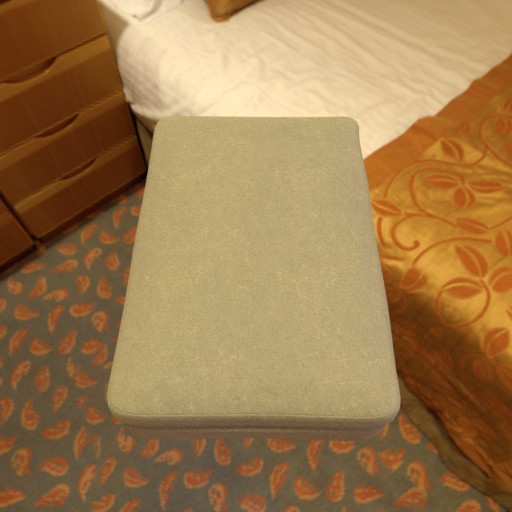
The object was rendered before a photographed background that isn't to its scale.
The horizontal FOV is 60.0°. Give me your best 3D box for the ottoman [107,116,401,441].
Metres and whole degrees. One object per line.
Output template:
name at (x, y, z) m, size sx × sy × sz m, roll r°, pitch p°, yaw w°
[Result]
ottoman at (0.000, 0.000, 1.608) m, size 0.840 × 0.429 × 1.199 m, roll 0°, pitch 59°, yaw 0°
